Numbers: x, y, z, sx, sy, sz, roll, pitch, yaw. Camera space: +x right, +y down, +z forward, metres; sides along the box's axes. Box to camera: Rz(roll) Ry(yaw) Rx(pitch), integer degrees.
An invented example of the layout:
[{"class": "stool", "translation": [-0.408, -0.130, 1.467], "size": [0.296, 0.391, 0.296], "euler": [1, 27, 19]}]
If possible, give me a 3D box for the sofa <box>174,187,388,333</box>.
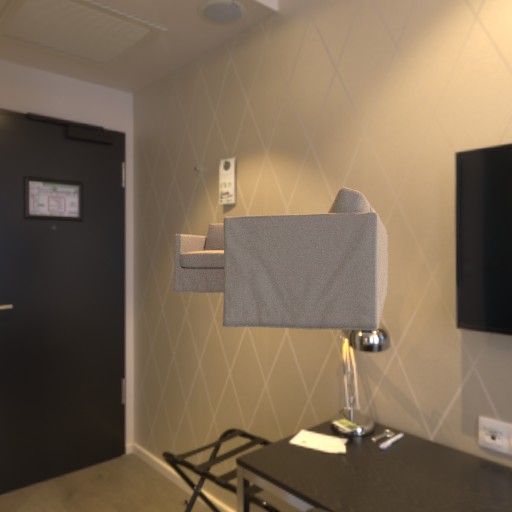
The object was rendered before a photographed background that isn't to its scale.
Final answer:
[{"class": "sofa", "translation": [0.000, 0.000, 4.333], "size": [2.432, 0.871, 3.182], "euler": [0, 0, 18]}]
